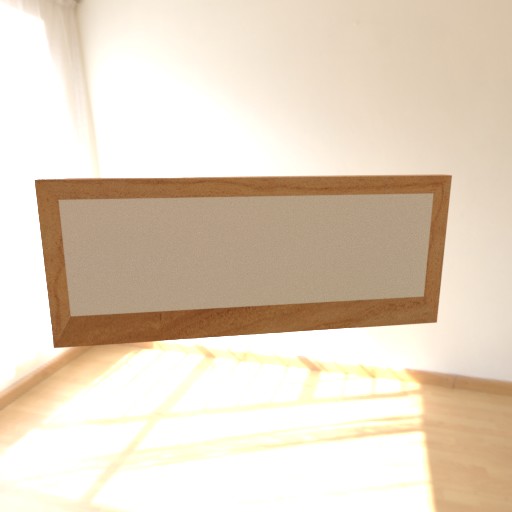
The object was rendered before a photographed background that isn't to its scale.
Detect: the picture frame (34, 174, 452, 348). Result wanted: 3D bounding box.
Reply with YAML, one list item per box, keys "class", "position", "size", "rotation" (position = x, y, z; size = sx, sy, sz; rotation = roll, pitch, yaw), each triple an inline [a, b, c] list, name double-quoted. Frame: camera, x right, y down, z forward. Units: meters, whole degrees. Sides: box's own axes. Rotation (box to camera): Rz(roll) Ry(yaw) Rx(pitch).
- class: "picture frame"
  position: [0.000, 0.000, 0.661]
  size: [0.582, 0.234, 0.045]
  rotation: [-2, 14, -9]
